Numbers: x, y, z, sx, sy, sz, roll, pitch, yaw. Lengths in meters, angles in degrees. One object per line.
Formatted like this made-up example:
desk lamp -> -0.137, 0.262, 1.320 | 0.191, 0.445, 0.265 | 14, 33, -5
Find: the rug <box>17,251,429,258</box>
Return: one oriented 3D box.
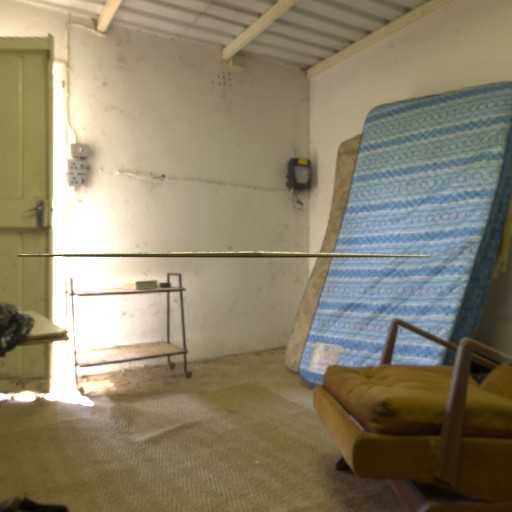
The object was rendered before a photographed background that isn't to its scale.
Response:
rug -> 0.000, 0.000, 2.819 | 1.586, 0.014, 2.197 | 0, 0, 35
